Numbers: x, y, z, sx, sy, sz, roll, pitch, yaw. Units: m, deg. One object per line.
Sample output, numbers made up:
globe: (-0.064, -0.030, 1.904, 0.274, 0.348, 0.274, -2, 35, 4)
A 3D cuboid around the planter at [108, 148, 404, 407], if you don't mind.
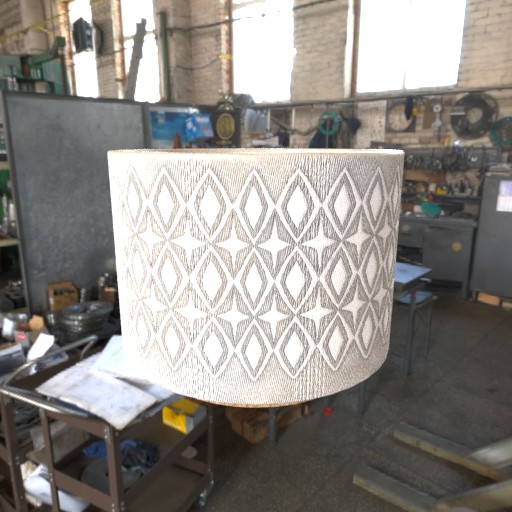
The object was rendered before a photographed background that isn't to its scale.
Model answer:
planter: (0.000, 0.000, 0.273, 0.164, 0.127, 0.164, 0, 14, 0)
